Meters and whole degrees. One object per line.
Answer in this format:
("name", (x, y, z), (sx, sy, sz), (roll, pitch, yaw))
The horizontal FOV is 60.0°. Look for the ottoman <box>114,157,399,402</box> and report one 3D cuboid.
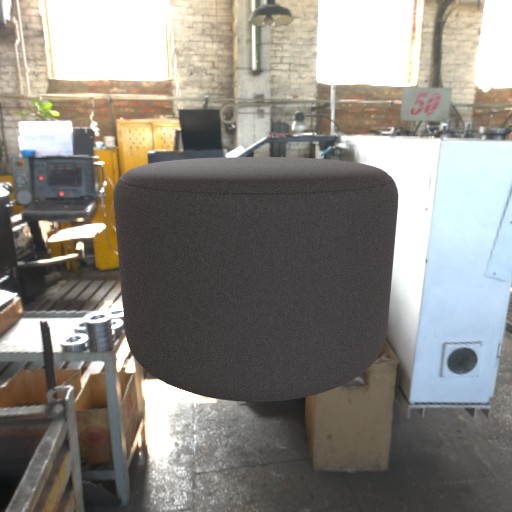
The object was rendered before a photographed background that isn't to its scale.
("ottoman", (0.000, 0.000, 1.027), (0.608, 0.433, 0.608), (0, 16, 0))
